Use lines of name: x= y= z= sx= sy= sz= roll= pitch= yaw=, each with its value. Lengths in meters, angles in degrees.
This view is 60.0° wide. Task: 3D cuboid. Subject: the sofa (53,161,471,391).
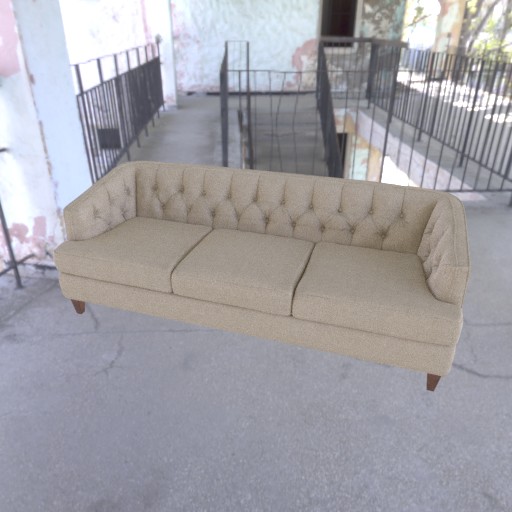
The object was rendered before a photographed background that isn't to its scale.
sofa: x=0.000 y=0.000 z=2.651 sx=2.235 sy=0.788 sz=0.913 roll=9 pitch=29 yaw=16
